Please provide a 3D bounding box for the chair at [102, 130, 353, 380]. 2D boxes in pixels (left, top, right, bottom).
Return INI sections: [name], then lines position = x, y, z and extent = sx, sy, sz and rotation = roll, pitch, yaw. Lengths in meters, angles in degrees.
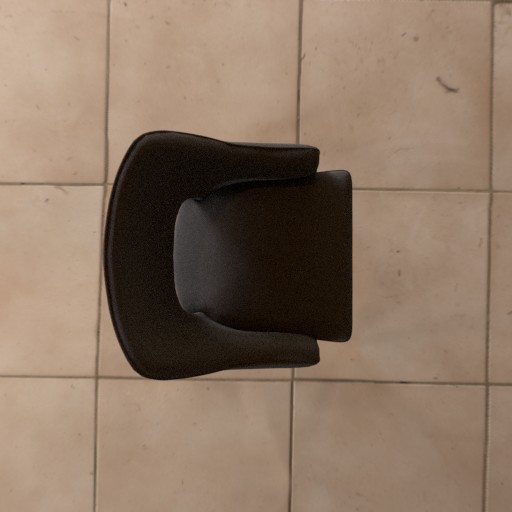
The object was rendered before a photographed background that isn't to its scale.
[chair]
position = 0.000, 0.000, 1.194
extent = 0.560, 0.838, 0.559
rotation = 0, 90, 0
